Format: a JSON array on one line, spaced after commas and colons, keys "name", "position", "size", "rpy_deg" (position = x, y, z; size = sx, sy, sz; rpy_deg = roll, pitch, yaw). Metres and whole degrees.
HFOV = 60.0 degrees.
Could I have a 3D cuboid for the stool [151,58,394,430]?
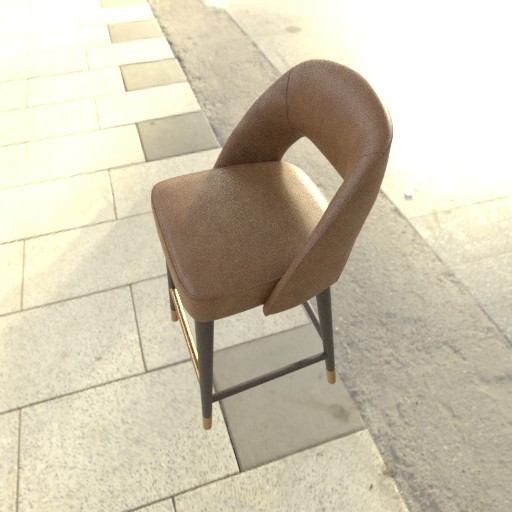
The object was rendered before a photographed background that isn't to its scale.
[{"name": "stool", "position": [0.000, 0.000, 1.227], "size": [0.509, 0.940, 0.494], "rpy_deg": [-15, 49, -14]}]
